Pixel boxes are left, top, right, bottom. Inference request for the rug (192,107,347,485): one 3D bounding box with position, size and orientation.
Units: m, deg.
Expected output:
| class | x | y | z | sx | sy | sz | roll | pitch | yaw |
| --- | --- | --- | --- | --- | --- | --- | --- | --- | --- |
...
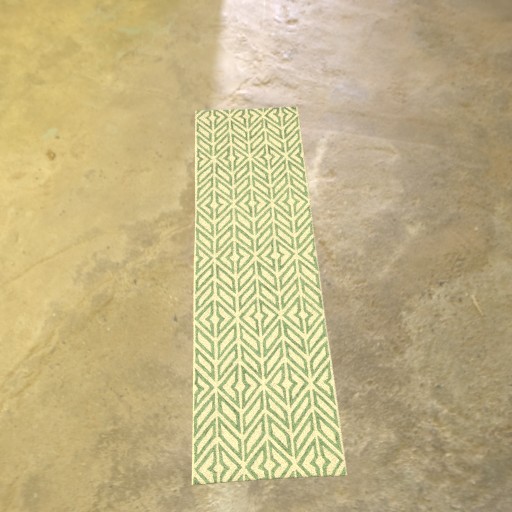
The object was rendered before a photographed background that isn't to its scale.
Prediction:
| class | x | y | z | sx | sy | sz | roll | pitch | yaw |
| --- | --- | --- | --- | --- | --- | --- | --- | --- | --- |
| rug | 0.000 | 0.000 | 2.689 | 0.750 | 0.009 | 2.435 | -3 | 63 | -1 |
